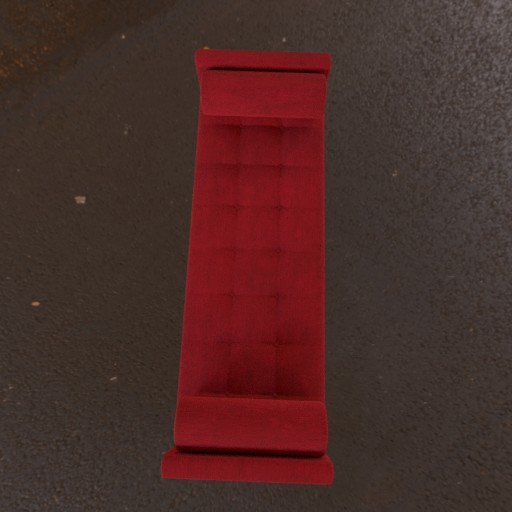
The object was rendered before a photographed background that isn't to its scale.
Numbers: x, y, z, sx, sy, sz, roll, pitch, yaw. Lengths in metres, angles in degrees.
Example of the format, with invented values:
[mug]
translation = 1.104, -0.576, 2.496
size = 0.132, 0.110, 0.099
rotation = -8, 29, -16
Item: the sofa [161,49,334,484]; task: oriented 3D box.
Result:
[sofa]
translation = 0.000, 0.000, 2.267
size = 0.686, 0.635, 1.981
rotation = 2, 76, 1
